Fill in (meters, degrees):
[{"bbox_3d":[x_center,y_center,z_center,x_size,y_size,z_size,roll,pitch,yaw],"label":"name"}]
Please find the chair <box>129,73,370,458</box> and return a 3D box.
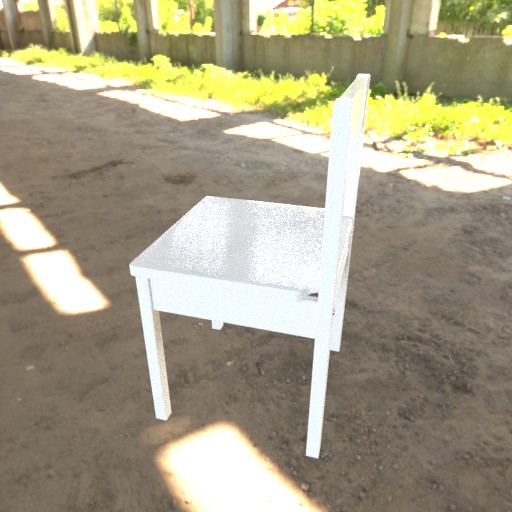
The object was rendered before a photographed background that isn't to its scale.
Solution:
[{"bbox_3d":[0.000,0.000,0.905,0.361,0.668,0.367,8,29,14],"label":"chair"}]
